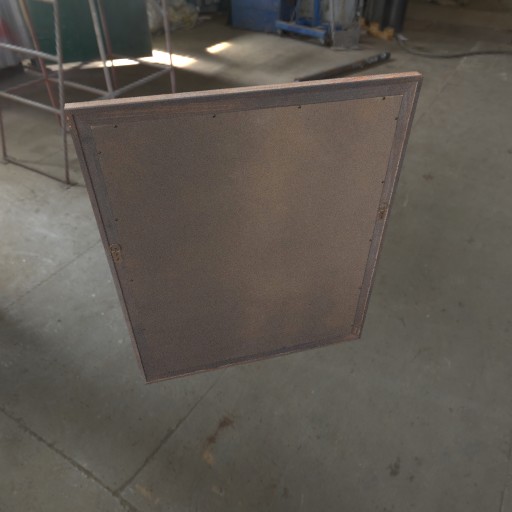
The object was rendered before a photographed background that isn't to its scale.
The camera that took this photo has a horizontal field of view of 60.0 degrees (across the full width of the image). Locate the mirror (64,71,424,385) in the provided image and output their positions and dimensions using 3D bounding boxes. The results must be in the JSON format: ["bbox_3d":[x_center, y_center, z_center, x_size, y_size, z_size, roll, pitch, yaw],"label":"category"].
[{"bbox_3d":[0.000,0.000,1.175,0.730,0.882,0.032,-9,42,-11],"label":"mirror"}]
